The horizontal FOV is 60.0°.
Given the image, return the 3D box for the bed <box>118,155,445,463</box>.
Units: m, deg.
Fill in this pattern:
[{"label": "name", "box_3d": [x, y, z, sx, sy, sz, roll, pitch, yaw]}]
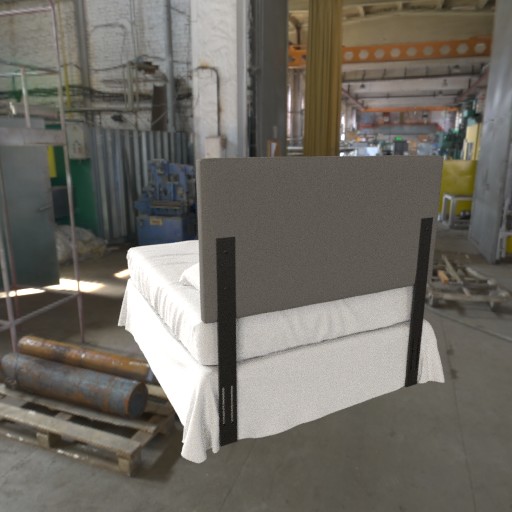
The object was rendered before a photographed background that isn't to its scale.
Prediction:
[{"label": "bed", "box_3d": [0.000, 0.000, 3.497, 1.936, 1.577, 2.222, -7, 16, -26]}]
